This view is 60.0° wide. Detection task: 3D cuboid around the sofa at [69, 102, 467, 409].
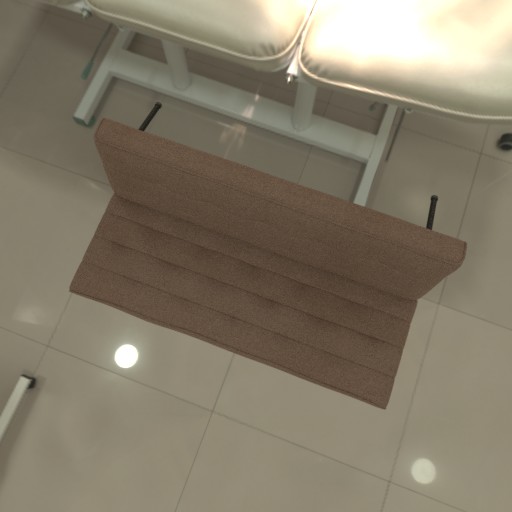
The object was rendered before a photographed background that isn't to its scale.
[{"bbox_3d":[0.000,0.000,2.357,1.820,0.810,1.038,20,77,5],"label":"sofa"}]
